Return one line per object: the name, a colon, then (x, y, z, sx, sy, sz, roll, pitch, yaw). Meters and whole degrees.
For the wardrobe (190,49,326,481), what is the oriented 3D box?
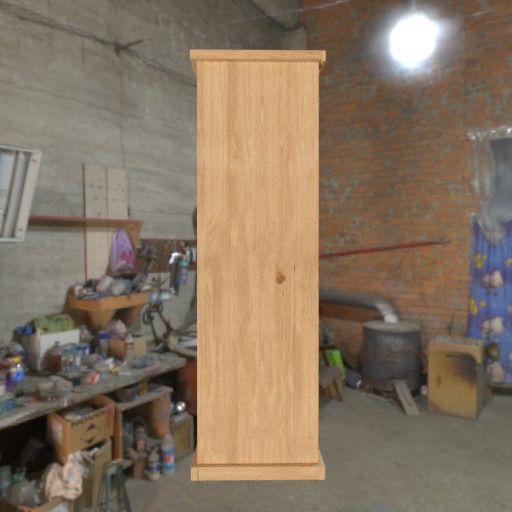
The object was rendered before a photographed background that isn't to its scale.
wardrobe: (0.000, 0.000, 2.599, 0.570, 1.870, 1.500, 0, 0, -1)
